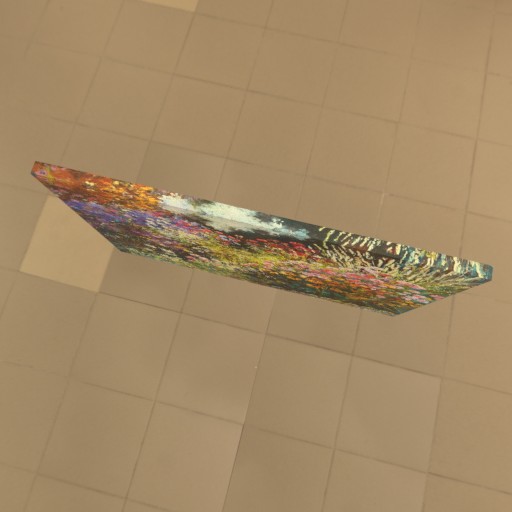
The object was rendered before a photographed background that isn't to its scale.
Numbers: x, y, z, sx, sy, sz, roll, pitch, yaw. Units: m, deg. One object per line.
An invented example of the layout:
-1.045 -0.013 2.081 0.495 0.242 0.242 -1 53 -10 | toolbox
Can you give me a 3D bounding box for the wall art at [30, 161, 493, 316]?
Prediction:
0.000 0.000 1.433 1.136 0.760 0.042 13 76 3 | wall art
